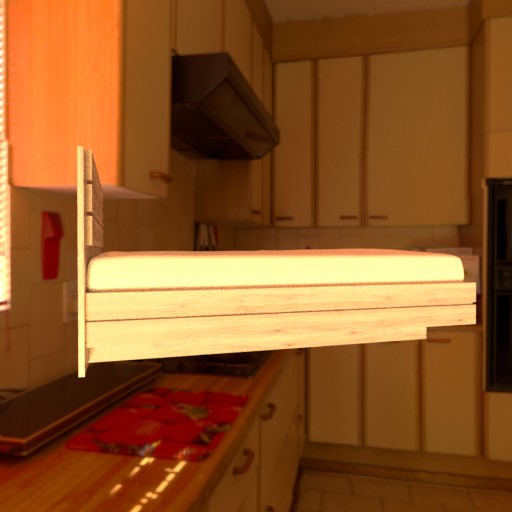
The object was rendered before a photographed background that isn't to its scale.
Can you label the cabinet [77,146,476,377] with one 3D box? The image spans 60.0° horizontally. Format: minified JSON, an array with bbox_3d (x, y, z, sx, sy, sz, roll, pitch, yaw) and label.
[{"bbox_3d":[0.000,0.000,2.970,2.080,0.970,1.750,0,1,-17],"label":"cabinet"}]
